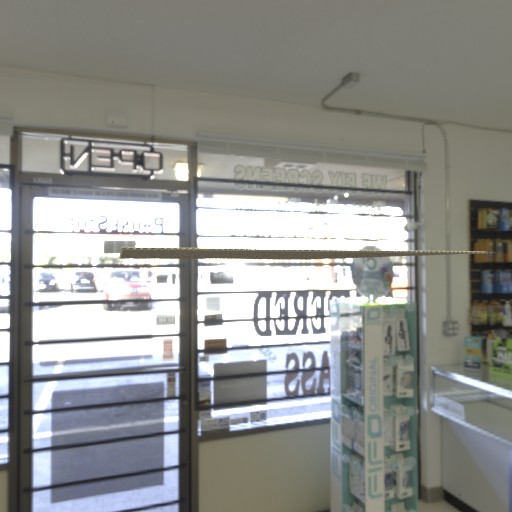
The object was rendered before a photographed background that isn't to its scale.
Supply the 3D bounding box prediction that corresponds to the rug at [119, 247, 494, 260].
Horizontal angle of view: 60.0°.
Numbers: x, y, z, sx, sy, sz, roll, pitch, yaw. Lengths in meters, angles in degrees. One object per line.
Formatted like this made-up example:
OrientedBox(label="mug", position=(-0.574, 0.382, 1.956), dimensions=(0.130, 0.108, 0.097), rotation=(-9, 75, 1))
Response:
OrientedBox(label="rug", position=(0.000, 0.000, 3.834), dimensions=(2.256, 0.013, 2.910), rotation=(0, -1, -17))
